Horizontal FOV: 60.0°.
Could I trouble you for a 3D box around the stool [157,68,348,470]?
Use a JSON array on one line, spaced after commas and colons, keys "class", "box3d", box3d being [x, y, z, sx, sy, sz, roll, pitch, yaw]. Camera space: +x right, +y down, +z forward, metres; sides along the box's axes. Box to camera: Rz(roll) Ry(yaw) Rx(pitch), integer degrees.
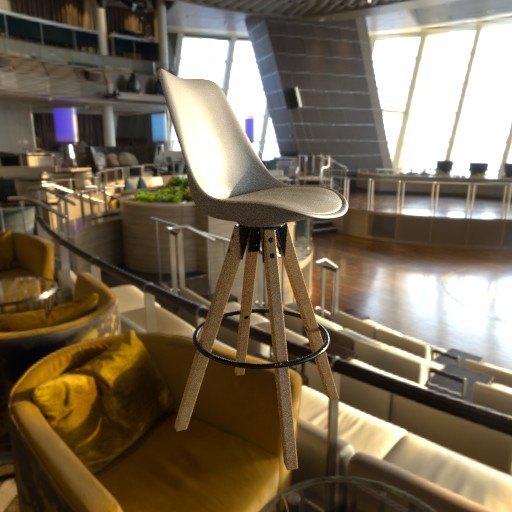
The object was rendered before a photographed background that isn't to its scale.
[{"class": "stool", "box3d": [0.000, 0.000, 1.414, 0.550, 1.115, 0.485, 7, 16, 26]}]
